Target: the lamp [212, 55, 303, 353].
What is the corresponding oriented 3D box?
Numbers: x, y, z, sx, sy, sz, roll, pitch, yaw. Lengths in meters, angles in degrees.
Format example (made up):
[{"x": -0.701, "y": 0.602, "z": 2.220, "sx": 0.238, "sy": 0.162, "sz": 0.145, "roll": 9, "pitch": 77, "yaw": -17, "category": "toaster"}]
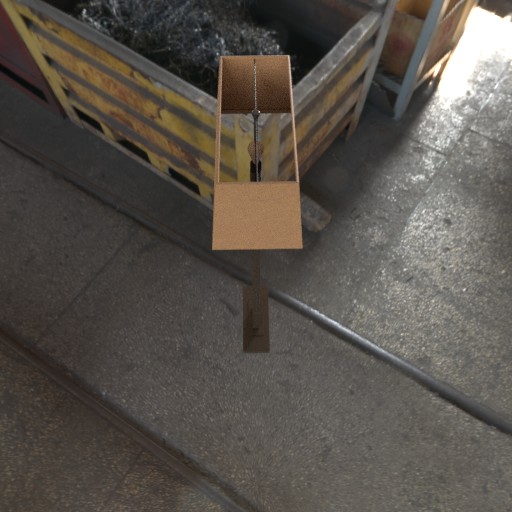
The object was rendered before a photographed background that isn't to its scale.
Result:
[{"x": 0.000, "y": 0.000, "z": 1.692, "sx": 0.233, "sy": 1.469, "sz": 0.475, "roll": -1, "pitch": 63, "yaw": 0, "category": "lamp"}]
